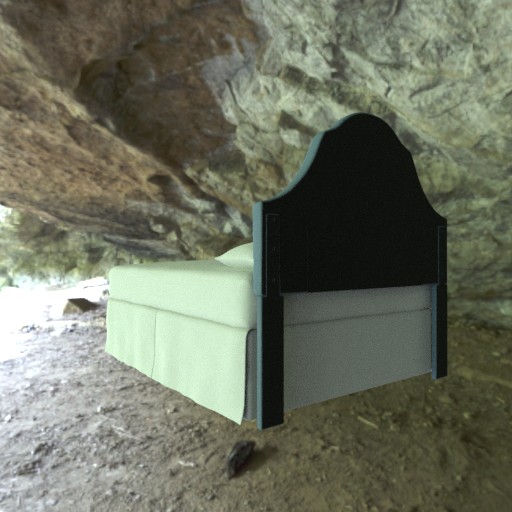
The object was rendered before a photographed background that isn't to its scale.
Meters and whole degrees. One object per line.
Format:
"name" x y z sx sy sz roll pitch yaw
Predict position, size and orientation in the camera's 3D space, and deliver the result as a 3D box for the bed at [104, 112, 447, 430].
"bed" 0.000 0.000 3.311 1.636 1.575 2.155 0 0 -36
